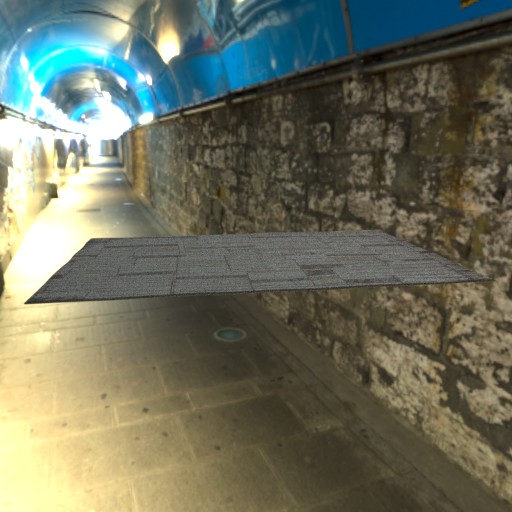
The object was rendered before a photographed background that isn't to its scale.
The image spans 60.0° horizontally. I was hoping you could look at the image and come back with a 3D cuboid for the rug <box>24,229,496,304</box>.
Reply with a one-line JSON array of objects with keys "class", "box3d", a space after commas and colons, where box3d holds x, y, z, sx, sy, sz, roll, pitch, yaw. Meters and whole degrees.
[{"class": "rug", "box3d": [0.000, 0.000, 2.989, 2.444, 0.023, 1.531, -2, 14, -8]}]
